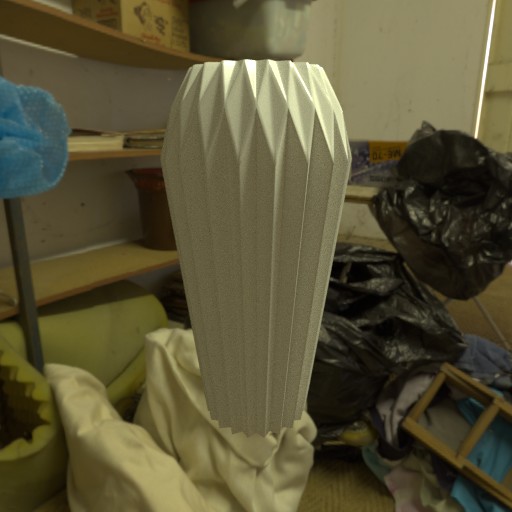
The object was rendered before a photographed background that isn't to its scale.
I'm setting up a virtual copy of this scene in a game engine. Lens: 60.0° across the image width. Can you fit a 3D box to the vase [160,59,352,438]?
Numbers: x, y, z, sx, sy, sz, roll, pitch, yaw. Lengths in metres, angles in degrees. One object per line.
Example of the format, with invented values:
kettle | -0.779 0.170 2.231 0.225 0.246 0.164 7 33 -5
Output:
vase | 0.000 0.000 0.335 0.133 0.263 0.133 0 17 0
